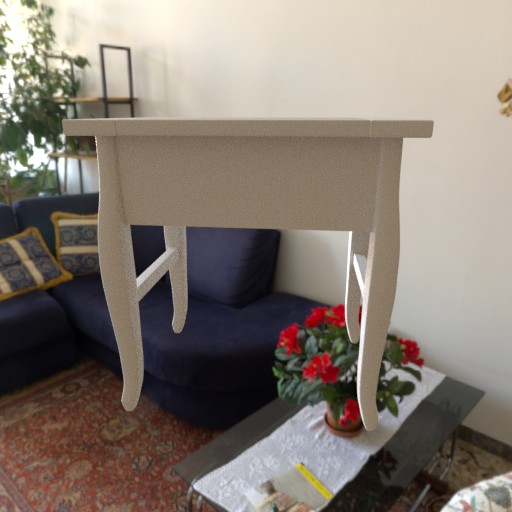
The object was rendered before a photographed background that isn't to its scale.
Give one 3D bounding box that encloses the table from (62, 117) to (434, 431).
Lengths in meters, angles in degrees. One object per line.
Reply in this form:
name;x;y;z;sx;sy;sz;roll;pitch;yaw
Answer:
table;0.000;0.000;1.014;0.599;0.605;0.463;2;18;7
